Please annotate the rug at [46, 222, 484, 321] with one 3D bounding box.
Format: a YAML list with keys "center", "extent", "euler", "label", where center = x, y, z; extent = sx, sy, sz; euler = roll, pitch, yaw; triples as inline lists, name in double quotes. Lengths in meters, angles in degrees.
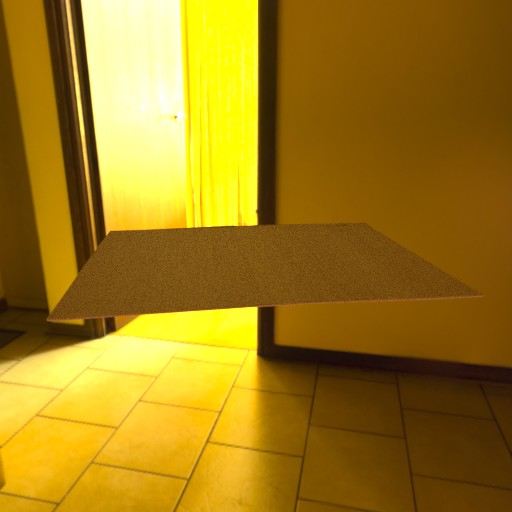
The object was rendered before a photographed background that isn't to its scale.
- center: [0.000, 0.000, 4.338]
  extent: [3.202, 0.045, 2.434]
  euler: [-2, 18, -7]
  label: "rug"
